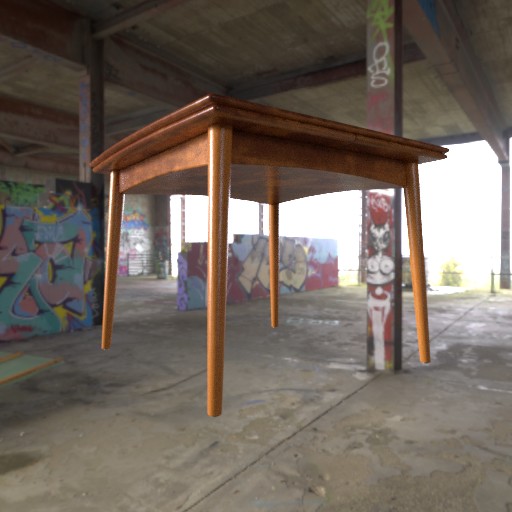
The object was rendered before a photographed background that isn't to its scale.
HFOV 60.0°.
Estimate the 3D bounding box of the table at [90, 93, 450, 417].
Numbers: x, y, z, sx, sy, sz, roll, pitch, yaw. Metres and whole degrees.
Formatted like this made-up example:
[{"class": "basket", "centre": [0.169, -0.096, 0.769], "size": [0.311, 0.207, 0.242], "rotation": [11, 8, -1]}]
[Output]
[{"class": "table", "centre": [0.000, 0.000, 1.662], "size": [0.991, 0.754, 0.991], "rotation": [-1, 1, -35]}]
